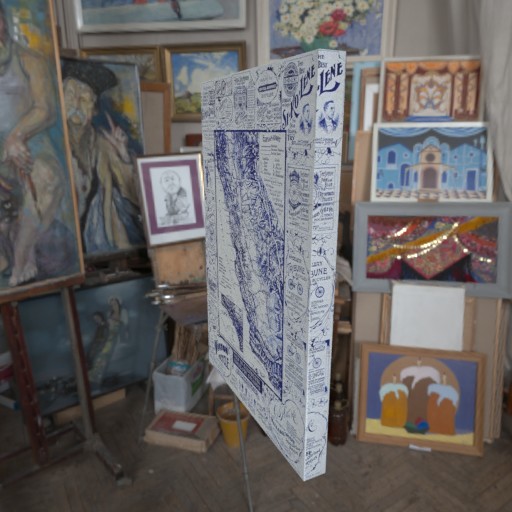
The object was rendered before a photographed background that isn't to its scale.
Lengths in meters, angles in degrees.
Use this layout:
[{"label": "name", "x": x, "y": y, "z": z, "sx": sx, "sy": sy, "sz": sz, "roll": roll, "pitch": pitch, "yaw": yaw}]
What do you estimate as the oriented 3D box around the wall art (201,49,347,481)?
[{"label": "wall art", "x": 0.000, "y": 0.000, "z": 0.484, "sx": 0.025, "sy": 0.376, "sz": 0.255, "roll": -8, "pitch": 17, "yaw": -25}]
